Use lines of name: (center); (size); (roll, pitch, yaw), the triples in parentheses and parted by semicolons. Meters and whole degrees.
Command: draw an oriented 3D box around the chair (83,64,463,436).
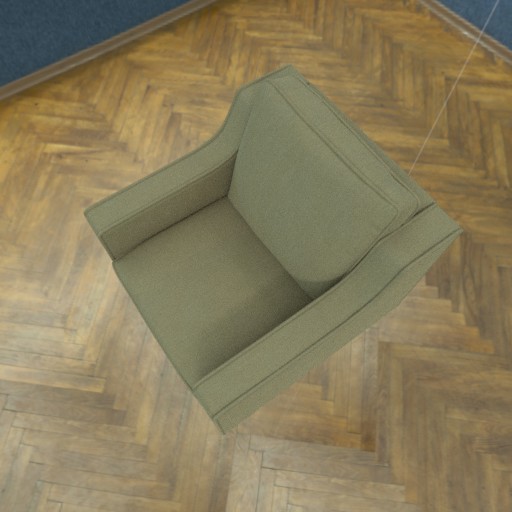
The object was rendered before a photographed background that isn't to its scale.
chair: (0.000, 0.000, 1.622); (0.909, 0.960, 0.831); (-32, 68, -15)
